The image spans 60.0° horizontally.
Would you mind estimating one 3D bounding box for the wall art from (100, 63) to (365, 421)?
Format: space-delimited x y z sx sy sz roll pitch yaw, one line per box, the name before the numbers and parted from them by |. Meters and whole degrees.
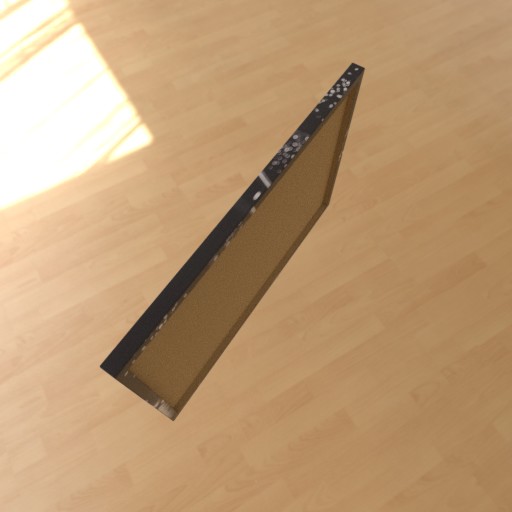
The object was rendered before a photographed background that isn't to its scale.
wall art | 0.000 0.000 1.202 0.038 0.609 0.914 31 67 15
